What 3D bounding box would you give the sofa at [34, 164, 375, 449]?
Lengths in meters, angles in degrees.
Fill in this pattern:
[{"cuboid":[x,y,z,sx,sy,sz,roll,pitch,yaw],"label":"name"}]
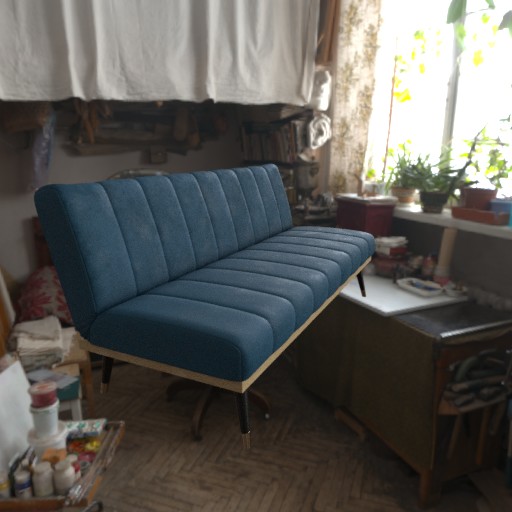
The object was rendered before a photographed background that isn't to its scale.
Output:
[{"cuboid":[0.000,0.000,2.214,0.830,0.825,1.810,7,16,26],"label":"sofa"}]
